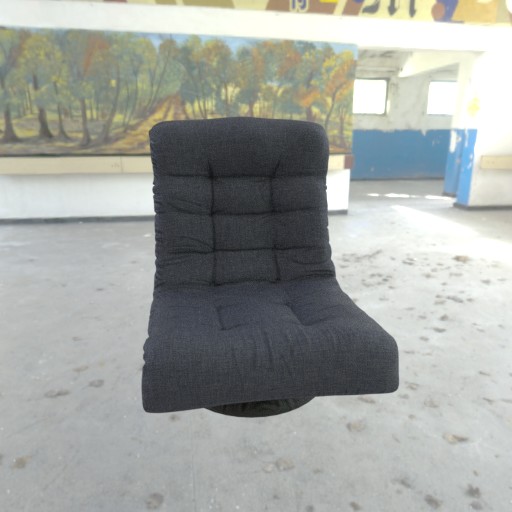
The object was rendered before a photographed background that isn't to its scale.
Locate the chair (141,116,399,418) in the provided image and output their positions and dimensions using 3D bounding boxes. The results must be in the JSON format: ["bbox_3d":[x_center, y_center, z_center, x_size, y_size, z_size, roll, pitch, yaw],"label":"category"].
[{"bbox_3d":[0.000,0.000,1.223,0.597,0.749,0.668,-3,16,-9],"label":"chair"}]
